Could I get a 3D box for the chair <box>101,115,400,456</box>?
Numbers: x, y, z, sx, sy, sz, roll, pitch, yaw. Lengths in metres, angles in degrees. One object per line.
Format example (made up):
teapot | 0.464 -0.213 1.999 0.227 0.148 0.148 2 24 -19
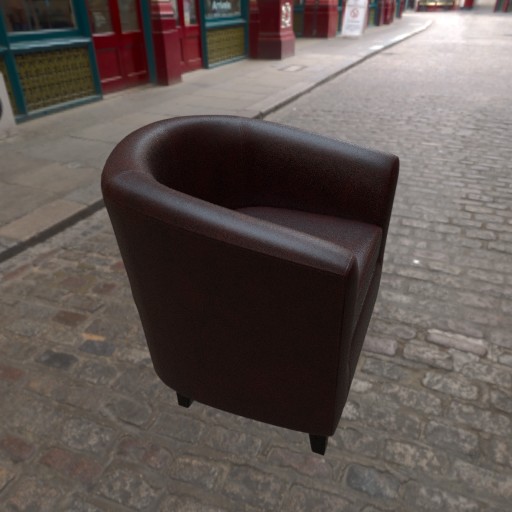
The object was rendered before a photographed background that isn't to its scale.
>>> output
chair | 0.000 0.000 1.382 0.727 0.756 0.792 11 32 19
